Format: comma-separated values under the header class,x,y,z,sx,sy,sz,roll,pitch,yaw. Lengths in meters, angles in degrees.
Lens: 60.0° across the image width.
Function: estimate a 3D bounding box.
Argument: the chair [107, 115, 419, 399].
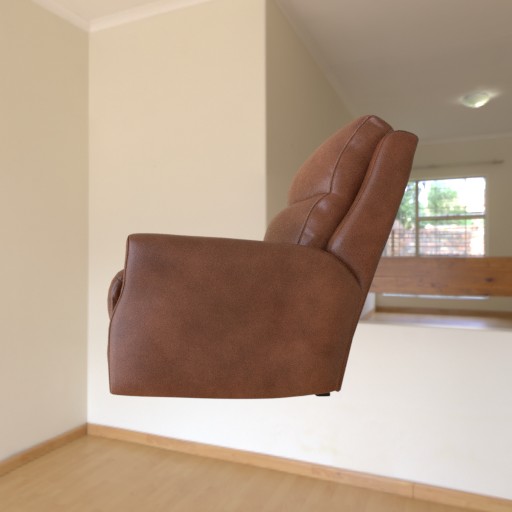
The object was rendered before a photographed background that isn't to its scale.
class,x,y,z,sx,sy,sz,roll,pitch,yaw
chair,0.000,0.000,1.808,1.072,1.016,0.821,0,0,-1
